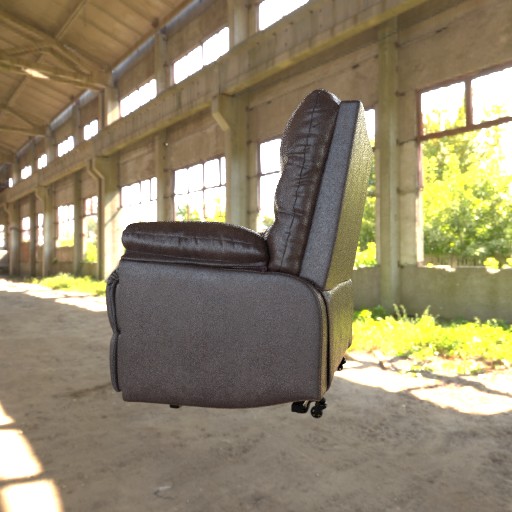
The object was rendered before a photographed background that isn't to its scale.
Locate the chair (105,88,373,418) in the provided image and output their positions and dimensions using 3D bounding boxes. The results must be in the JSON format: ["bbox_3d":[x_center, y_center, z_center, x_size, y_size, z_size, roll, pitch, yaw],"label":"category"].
[{"bbox_3d":[0.000,0.000,1.769,0.879,1.041,0.940,0,0,17],"label":"chair"}]
